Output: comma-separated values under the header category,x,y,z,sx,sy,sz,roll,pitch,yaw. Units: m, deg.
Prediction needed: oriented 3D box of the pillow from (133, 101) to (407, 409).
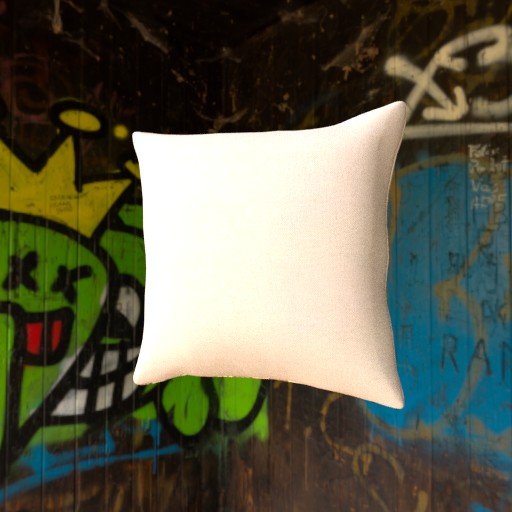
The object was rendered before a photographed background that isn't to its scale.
category,x,y,z,sx,sy,sz,roll,pitch,yaw
pillow,0.000,0.000,0.640,0.416,0.401,0.173,-1,-2,18
